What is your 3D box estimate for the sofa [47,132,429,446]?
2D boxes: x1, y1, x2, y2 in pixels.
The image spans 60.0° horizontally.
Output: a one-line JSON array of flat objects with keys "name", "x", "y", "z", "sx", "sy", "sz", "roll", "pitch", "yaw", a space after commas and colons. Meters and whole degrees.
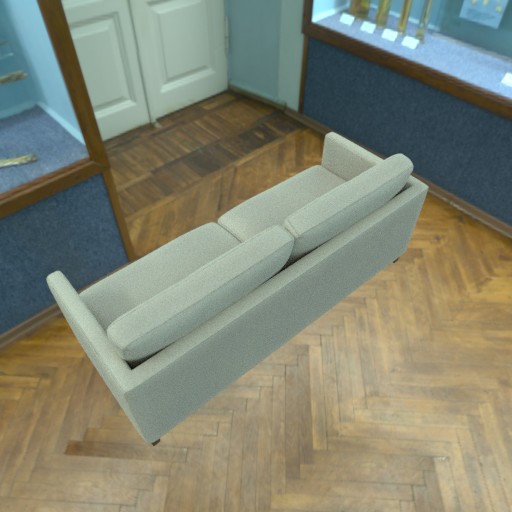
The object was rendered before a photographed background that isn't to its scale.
[{"name": "sofa", "x": 0.000, "y": 0.000, "z": 2.954, "sx": 2.361, "sy": 0.968, "sz": 0.951, "roll": -32, "pitch": 55, "yaw": -26}]
